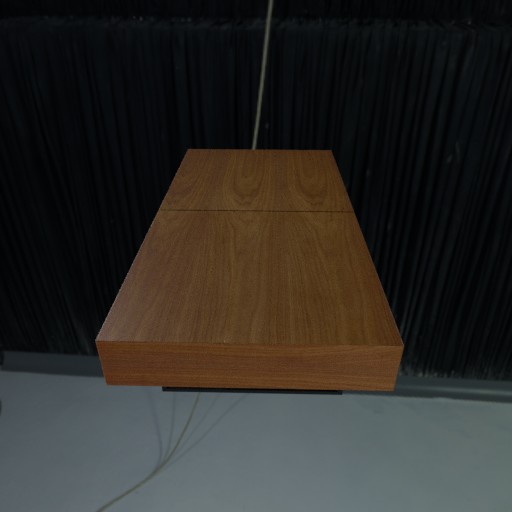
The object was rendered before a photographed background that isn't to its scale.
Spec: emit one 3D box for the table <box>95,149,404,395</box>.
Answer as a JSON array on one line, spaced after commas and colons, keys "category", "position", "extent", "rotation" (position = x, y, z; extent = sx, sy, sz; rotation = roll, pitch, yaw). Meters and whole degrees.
[{"category": "table", "position": [0.000, 0.000, 1.469], "extent": [0.610, 0.330, 1.194], "rotation": [1, 32, 1]}]
